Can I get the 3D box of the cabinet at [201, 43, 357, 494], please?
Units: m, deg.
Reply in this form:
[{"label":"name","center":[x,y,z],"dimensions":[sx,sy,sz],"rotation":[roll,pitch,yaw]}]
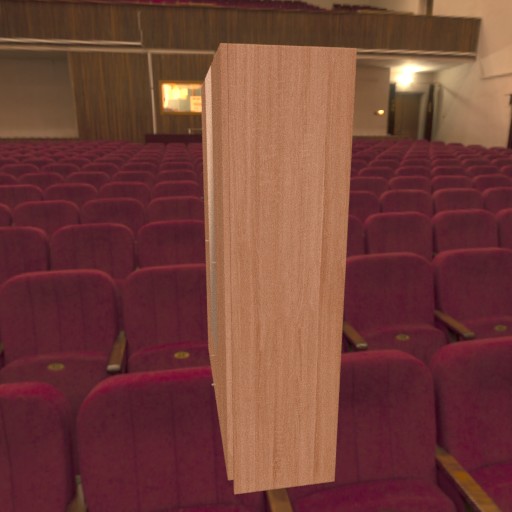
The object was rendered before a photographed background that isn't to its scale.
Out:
[{"label":"cabinet","center":[0.000,0.000,2.758],"dimensions":[0.590,2.120,1.500],"rotation":[-2,14,-9]}]
